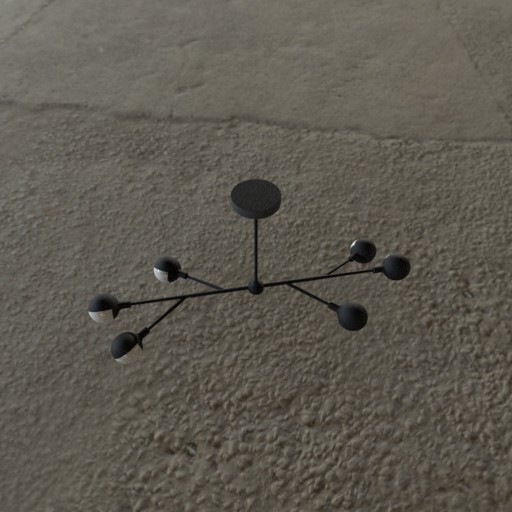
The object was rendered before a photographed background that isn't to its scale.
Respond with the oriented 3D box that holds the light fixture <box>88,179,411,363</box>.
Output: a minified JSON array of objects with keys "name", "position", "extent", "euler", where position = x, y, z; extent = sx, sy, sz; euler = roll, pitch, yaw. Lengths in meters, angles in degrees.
[{"name":"light fixture","position":[0.000,0.000,1.017],"extent":[0.778,0.362,0.434],"euler":[4,48,4]}]
